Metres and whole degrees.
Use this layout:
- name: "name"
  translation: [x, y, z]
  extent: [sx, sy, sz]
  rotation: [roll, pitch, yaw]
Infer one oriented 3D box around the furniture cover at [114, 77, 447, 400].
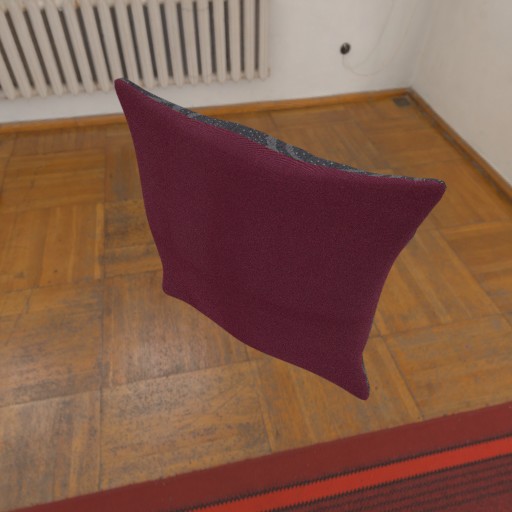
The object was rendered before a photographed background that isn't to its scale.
- name: "furniture cover"
  translation: [0.000, 0.000, 0.775]
  extent: [0.514, 0.513, 0.163]
  rotation: [24, 50, 22]
